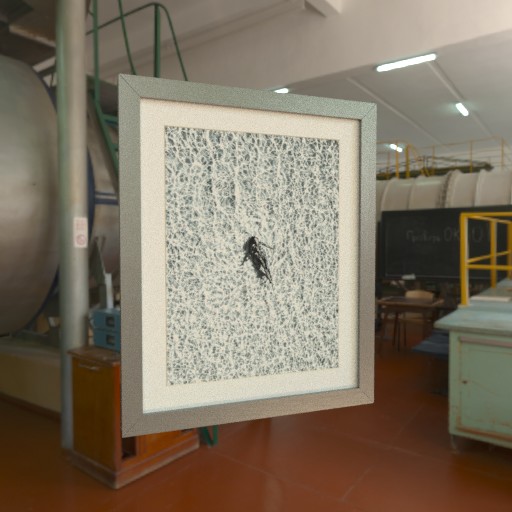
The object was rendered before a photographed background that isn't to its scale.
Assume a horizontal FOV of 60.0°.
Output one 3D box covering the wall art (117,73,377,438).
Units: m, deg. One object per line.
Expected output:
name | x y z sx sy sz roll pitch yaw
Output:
wall art | 0.000 0.000 0.524 0.308 0.379 0.030 -1 2 -19
